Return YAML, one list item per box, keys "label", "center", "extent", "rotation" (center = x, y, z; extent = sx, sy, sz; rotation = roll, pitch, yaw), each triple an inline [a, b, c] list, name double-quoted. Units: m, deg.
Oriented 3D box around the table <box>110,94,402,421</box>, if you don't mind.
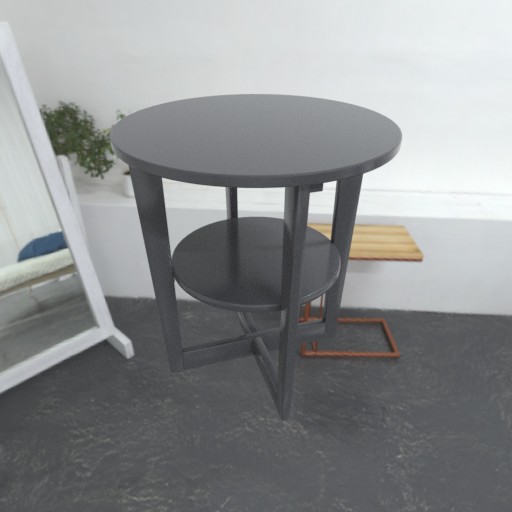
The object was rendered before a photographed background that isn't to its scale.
- label: "table"
  center: [0.000, 0.000, 0.929]
  extent: [0.500, 0.550, 0.500]
  rotation: [0, 32, 0]
